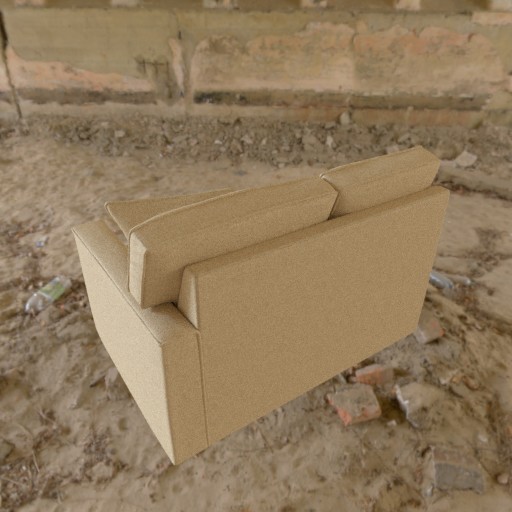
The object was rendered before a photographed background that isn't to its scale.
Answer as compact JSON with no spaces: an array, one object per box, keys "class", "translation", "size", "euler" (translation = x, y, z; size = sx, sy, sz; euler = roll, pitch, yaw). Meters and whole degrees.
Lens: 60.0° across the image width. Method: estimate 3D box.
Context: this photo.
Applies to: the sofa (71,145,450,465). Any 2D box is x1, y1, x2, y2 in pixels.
[{"class":"sofa","translation":[0.000,0.000,2.071],"size":[1.388,0.989,0.991],"euler":[-19,35,-29]}]
